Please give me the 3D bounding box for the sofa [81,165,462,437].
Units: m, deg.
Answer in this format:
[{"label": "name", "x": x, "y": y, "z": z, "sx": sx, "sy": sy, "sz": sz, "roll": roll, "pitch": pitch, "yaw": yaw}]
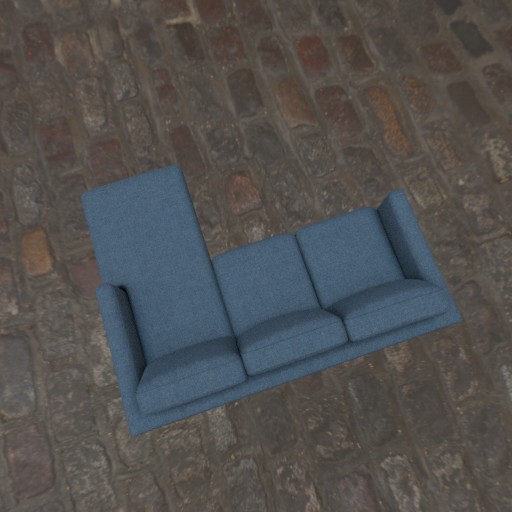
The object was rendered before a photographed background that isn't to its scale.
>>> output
[{"label": "sofa", "x": 0.000, "y": 0.000, "z": 2.978, "sx": 2.055, "sy": 0.957, "sz": 1.667, "roll": -18, "pitch": 76, "yaw": -5}]
